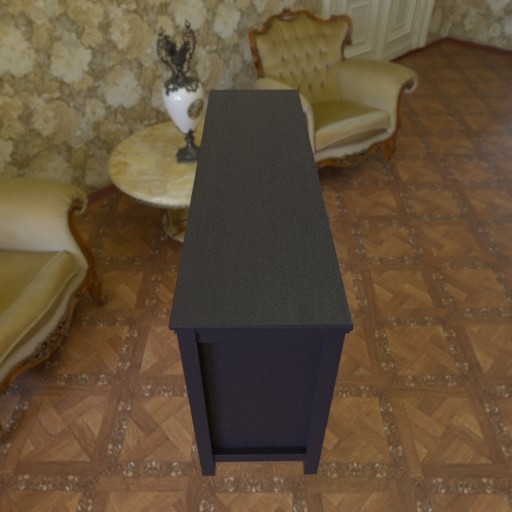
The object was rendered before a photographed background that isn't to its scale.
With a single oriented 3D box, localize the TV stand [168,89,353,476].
[{"bbox_3d":[0.000,0.000,1.495,0.347,0.681,1.198,-1,41,-1],"label":"TV stand"}]
